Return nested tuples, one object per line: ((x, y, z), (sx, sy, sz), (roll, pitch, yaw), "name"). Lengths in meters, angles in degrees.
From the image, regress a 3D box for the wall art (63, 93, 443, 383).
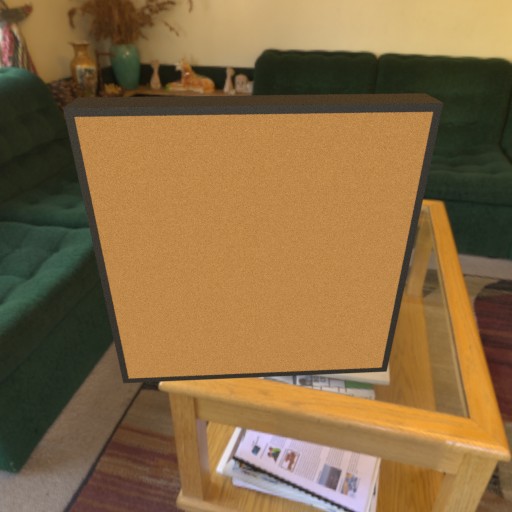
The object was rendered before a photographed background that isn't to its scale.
((0.000, 0.000, 0.449), (0.304, 0.304, 0.038), (-2, 31, -3), "wall art")
